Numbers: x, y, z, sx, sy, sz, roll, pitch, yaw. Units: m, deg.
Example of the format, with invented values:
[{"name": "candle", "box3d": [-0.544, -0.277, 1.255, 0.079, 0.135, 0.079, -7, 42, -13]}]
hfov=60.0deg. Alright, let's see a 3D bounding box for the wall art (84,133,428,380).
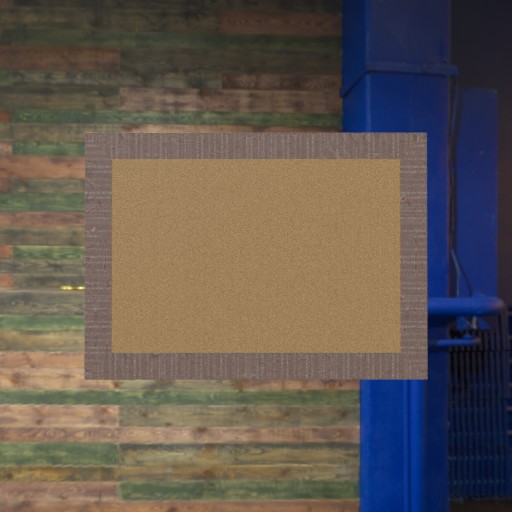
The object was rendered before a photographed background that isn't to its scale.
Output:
[{"name": "wall art", "box3d": [0.000, 0.000, 1.375, 1.056, 0.761, 0.020, 0, 0, 0]}]
